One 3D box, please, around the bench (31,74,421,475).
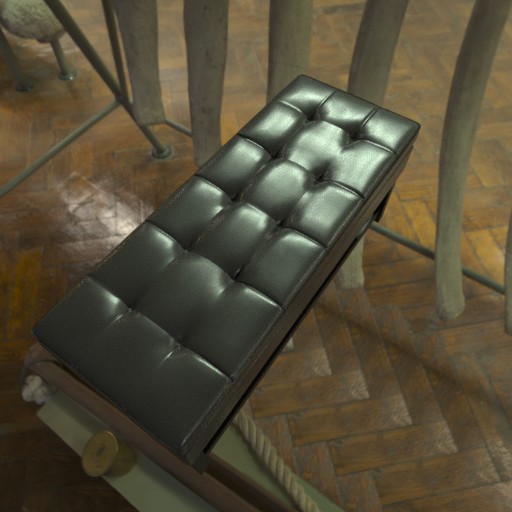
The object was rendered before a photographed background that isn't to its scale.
[{"bbox_3d":[0.000,0.000,1.300,0.432,0.460,1.105,31,62,18],"label":"bench"}]
